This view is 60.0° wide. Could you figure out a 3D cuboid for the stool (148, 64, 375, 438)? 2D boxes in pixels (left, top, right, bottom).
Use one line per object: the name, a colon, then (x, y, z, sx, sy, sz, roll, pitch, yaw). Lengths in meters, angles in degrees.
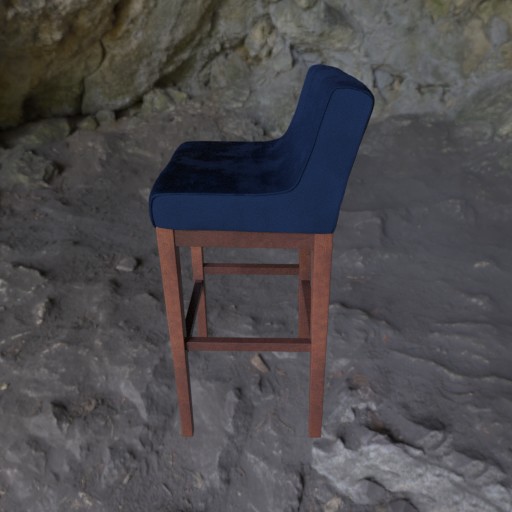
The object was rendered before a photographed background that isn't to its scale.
stool: (0.000, 0.000, 1.339, 0.500, 1.037, 0.511, 0, 28, 1)
